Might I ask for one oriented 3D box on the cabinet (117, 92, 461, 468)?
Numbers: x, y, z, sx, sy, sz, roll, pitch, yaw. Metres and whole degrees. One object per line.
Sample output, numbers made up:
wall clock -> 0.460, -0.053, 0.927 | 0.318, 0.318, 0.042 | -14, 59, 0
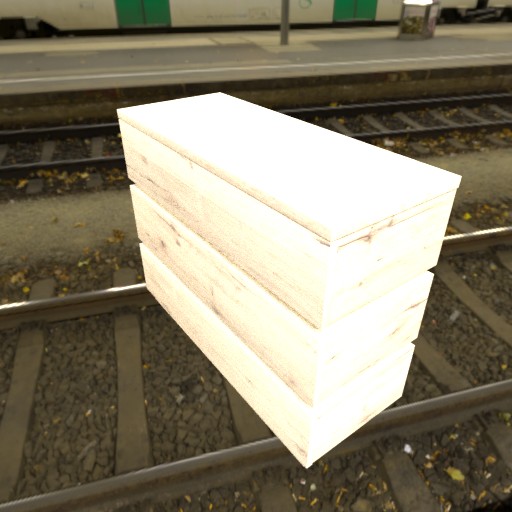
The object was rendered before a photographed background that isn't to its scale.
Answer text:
cabinet -> 0.000, 0.000, 1.499 | 0.420, 0.820, 1.040 | -22, 39, -30
